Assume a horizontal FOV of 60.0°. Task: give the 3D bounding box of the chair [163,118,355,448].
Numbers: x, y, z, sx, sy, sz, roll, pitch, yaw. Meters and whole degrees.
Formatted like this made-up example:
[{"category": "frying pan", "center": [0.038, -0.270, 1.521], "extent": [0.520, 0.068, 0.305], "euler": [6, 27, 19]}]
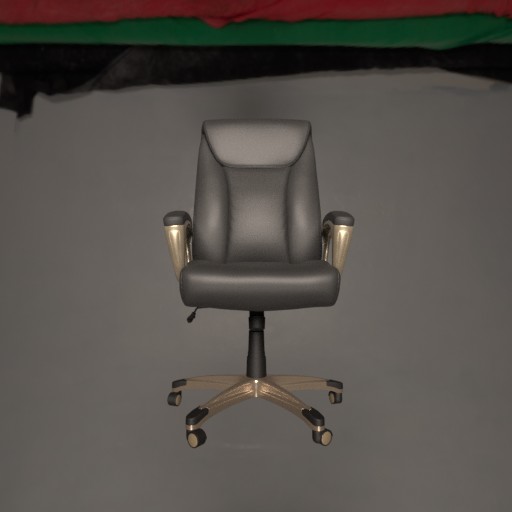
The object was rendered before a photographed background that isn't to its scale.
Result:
[{"category": "chair", "center": [0.000, 0.000, 1.650], "extent": [0.694, 1.188, 0.748], "euler": [0, 0, -1]}]
